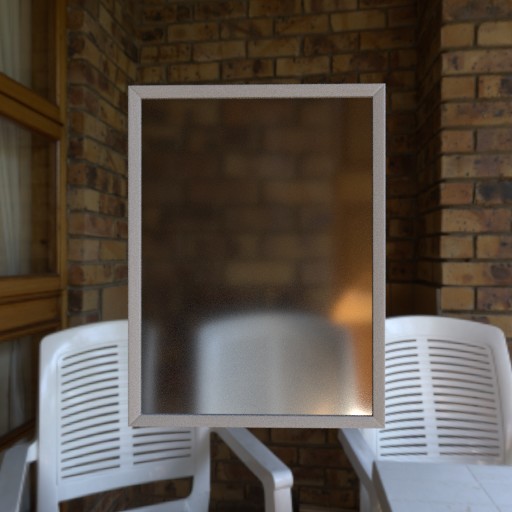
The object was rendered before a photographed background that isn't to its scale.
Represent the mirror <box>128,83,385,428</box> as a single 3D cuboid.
[{"bbox_3d":[0.000,0.000,1.333,0.762,1.016,0.040,0,0,1],"label":"mirror"}]
